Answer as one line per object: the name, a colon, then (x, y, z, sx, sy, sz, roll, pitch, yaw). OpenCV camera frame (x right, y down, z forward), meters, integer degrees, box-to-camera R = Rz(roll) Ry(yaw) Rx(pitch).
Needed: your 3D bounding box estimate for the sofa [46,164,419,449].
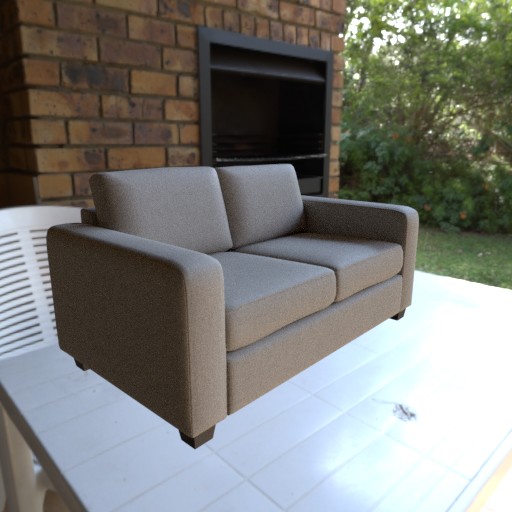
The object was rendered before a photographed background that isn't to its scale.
sofa: (0.000, 0.000, 2.043, 0.900, 0.800, 1.540, 13, 19, 41)
